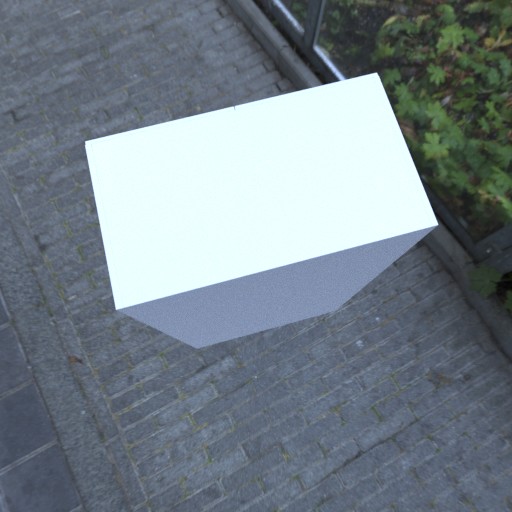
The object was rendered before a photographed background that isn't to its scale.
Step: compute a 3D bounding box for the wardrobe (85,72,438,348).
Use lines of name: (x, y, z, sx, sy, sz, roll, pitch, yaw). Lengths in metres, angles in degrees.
wardrobe: (0.000, 0.000, 2.253, 0.991, 1.808, 0.577, -15, 75, -4)
